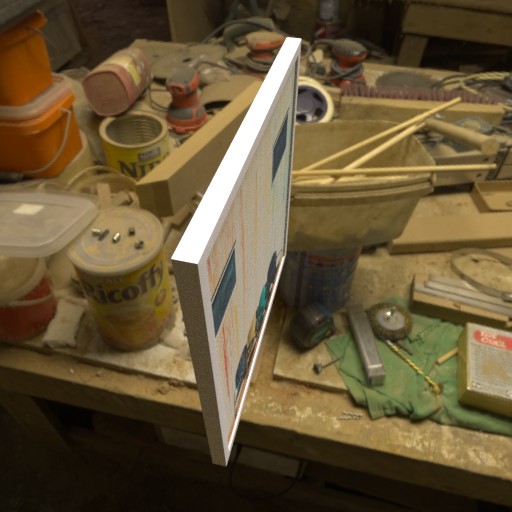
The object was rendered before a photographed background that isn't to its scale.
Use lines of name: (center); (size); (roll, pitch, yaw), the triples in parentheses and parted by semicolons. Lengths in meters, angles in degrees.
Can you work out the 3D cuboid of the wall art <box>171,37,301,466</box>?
wall art: (0.000, 0.000, 1.099); (0.036, 0.760, 0.760); (10, 48, 10)
